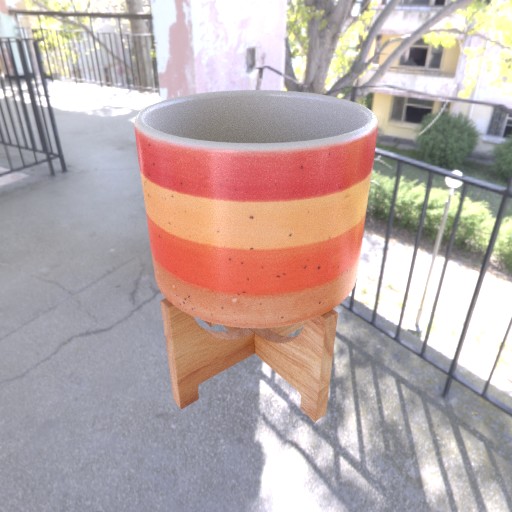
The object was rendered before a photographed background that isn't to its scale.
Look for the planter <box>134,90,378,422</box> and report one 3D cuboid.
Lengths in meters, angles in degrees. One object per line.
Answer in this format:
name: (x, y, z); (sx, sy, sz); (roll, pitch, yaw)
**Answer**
planter: (0.000, 0.000, 0.421); (0.199, 0.268, 0.199); (0, 30, 0)
